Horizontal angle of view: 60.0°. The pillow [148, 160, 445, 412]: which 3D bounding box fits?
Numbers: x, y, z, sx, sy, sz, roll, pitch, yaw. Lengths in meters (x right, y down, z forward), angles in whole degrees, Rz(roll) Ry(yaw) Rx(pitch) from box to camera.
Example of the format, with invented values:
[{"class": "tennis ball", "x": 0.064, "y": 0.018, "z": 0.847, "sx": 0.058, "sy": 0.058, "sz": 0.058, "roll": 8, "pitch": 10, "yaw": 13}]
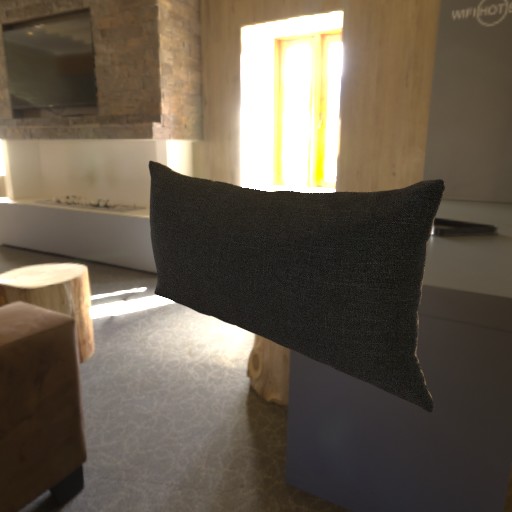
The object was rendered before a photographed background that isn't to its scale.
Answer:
[{"class": "pillow", "x": 0.000, "y": 0.000, "z": 0.736, "sx": 0.148, "sy": 0.292, "sz": 0.631, "roll": -14, "pitch": 20, "yaw": -43}]
